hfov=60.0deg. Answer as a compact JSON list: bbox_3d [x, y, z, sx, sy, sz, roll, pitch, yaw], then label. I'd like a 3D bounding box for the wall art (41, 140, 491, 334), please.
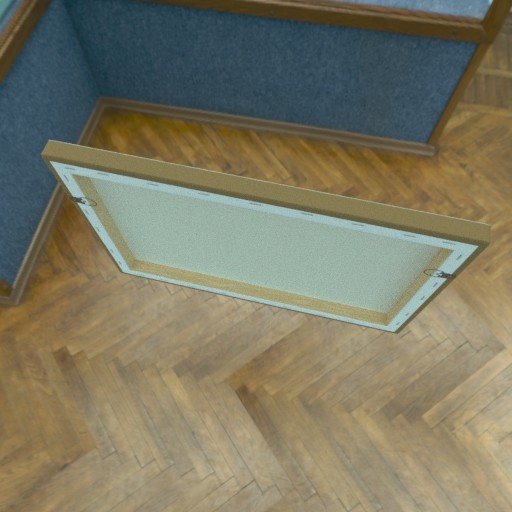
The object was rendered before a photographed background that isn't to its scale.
[{"bbox_3d":[0.000,0.000,0.480,0.380,0.254,0.019,12,65,6],"label":"wall art"}]
